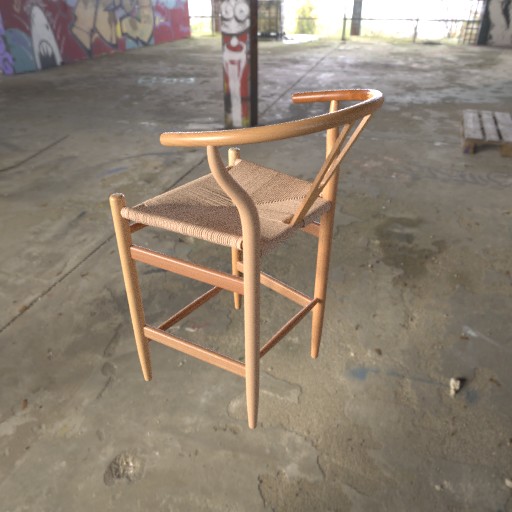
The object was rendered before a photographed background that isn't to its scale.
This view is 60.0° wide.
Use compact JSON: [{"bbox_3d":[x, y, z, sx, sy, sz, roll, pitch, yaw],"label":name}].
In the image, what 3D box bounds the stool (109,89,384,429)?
[{"bbox_3d":[0.000,0.000,1.274,0.575,0.923,0.536,21,37,31],"label":"stool"}]
